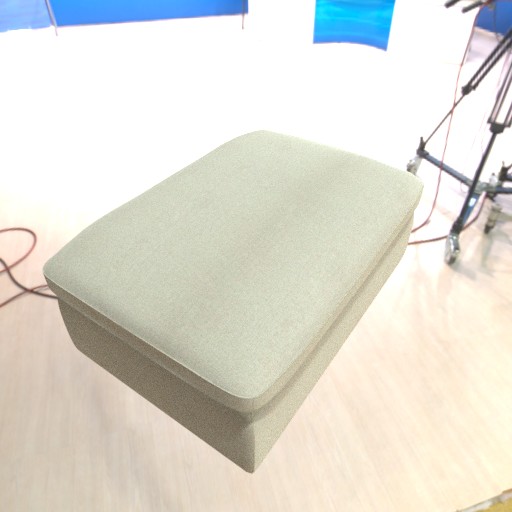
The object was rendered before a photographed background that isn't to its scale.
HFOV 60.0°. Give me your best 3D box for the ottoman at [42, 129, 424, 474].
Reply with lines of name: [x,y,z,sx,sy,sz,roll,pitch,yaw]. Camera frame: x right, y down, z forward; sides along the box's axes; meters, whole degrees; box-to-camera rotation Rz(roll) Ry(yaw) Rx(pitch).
ottoman: [0.000,0.000,1.343,0.686,0.453,0.984,25,46,26]
